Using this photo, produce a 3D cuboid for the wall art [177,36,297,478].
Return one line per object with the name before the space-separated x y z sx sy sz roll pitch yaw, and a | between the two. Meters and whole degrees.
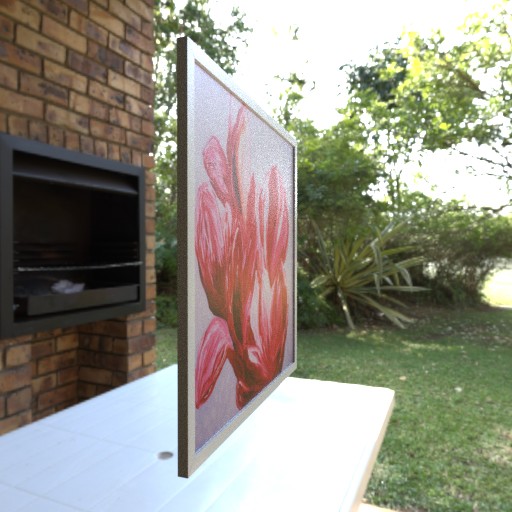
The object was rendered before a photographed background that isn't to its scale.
wall art | 0.000 0.000 1.186 0.022 0.803 0.805 0 1 19
